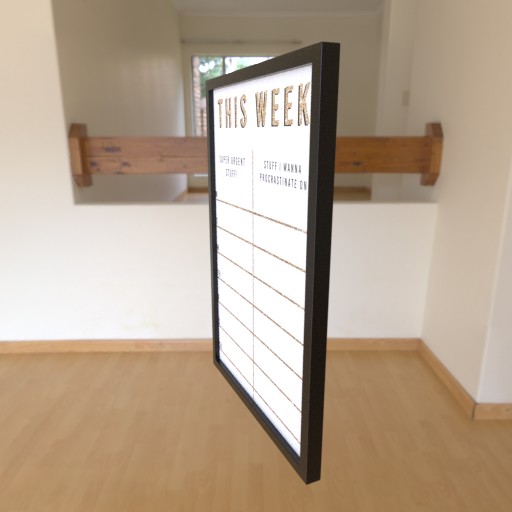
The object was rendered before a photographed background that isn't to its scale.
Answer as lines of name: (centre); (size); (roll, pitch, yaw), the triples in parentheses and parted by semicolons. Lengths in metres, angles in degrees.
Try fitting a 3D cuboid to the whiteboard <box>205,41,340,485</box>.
whiteboard: (0.000, 0.000, 0.767); (0.026, 0.611, 0.406); (-7, 17, -24)
